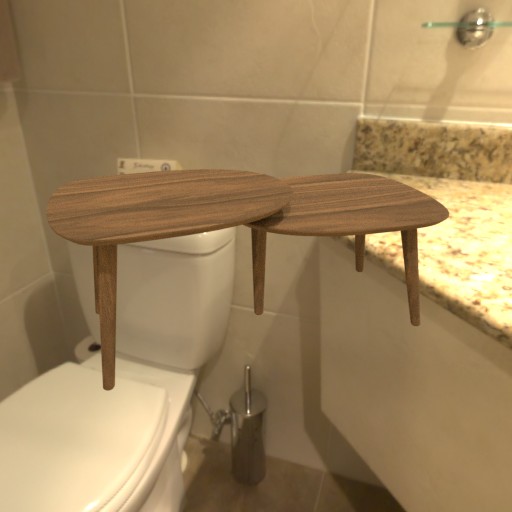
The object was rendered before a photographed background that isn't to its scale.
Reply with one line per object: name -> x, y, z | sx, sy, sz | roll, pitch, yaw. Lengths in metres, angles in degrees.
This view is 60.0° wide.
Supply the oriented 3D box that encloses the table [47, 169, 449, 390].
table -> 0.000, 0.000, 1.335 | 1.084, 0.429, 0.527 | -8, 26, -16
